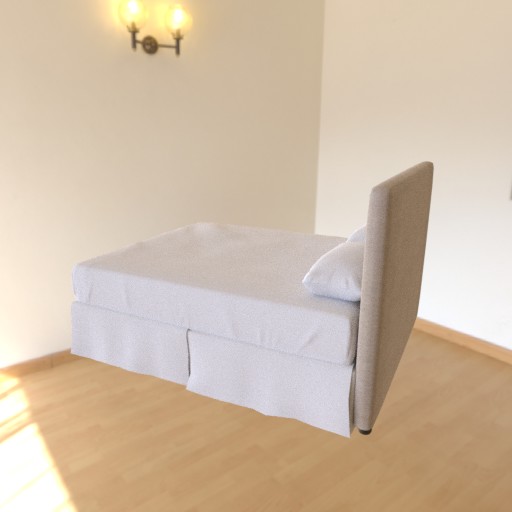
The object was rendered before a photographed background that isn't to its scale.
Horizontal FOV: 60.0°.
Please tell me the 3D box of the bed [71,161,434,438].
[{"bbox_3d":[0.000,0.000,3.235,2.162,1.330,1.713,8,18,26],"label":"bed"}]
